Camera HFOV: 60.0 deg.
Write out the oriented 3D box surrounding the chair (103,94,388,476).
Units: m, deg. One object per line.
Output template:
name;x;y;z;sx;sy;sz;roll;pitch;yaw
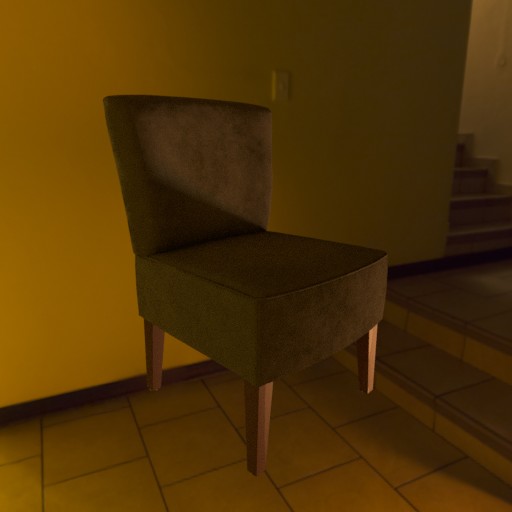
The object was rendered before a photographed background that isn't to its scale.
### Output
chair;0.000;0.000;1.155;0.554;0.806;0.521;14;20;43
